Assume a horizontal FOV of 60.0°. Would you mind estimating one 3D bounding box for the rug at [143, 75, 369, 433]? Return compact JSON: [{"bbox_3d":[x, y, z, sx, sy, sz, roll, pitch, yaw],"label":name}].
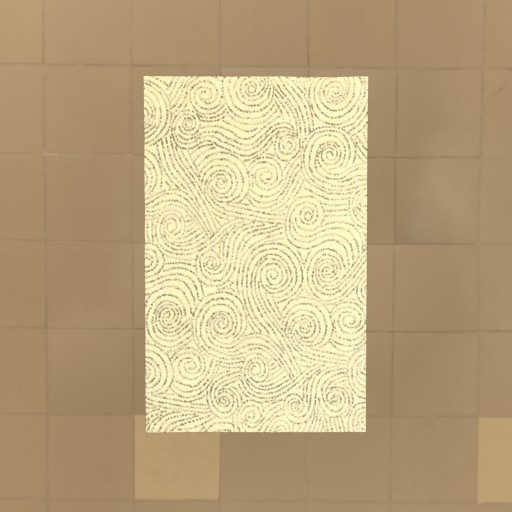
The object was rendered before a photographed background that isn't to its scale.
[{"bbox_3d":[0.000,0.000,3.028,1.524,0.005,2.439,0,91,0],"label":"rug"}]
